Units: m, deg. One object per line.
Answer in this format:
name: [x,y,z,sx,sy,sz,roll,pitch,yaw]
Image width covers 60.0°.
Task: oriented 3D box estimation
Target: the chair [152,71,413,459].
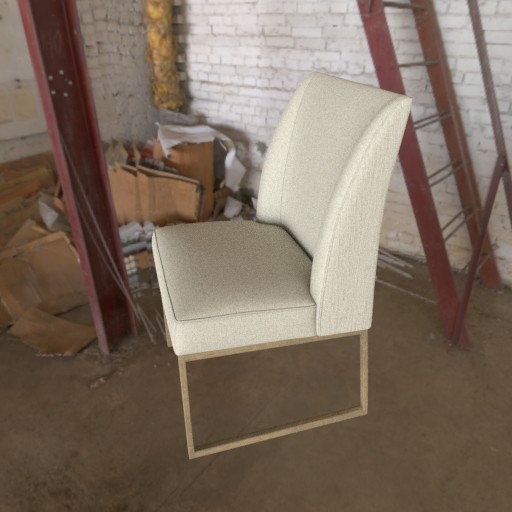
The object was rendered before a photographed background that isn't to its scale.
chair: [0.000,0.000,1.191,0.522,0.863,0.508,-8,30,-15]
